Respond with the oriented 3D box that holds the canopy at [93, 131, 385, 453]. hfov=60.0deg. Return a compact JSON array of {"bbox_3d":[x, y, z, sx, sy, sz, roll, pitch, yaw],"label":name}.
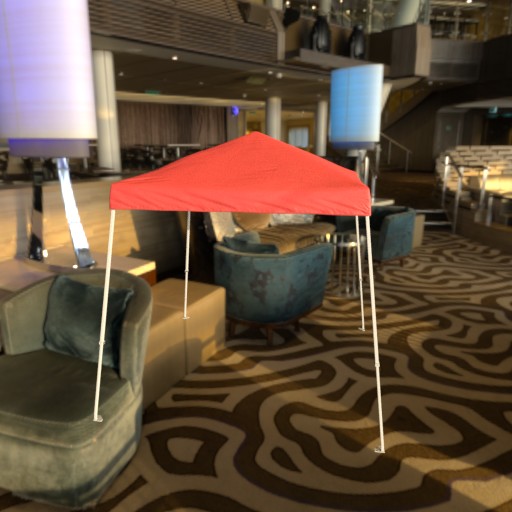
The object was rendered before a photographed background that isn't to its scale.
[{"bbox_3d":[0.000,0.000,6.644,3.600,3.600,3.599,2,14,9],"label":"canopy"}]
